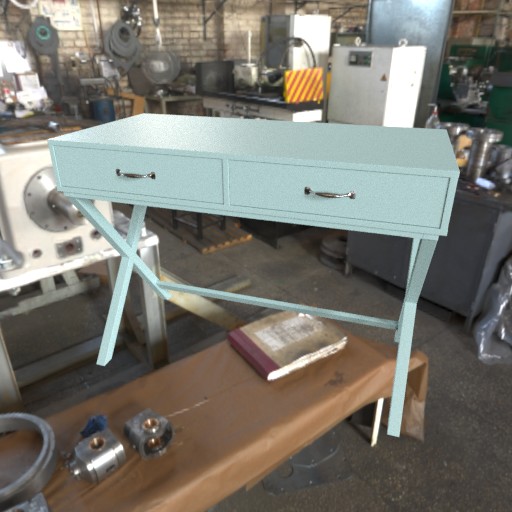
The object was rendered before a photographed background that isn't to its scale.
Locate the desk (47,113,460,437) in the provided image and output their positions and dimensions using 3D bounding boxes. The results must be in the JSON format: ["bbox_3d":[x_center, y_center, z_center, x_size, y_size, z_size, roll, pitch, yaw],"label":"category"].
[{"bbox_3d":[0.000,0.000,1.454,1.057,0.780,0.525,8,27,16],"label":"desk"}]
